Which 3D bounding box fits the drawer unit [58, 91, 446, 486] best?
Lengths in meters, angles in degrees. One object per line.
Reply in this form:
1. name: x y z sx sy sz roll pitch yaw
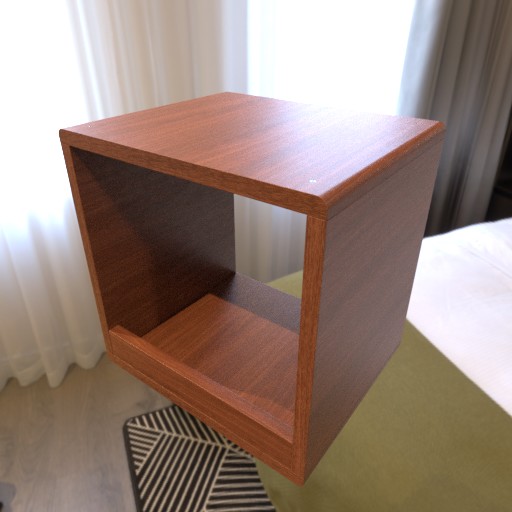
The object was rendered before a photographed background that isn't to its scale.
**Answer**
1. drawer unit: 0.000 0.000 0.602 0.349 0.351 0.290 21 36 31
